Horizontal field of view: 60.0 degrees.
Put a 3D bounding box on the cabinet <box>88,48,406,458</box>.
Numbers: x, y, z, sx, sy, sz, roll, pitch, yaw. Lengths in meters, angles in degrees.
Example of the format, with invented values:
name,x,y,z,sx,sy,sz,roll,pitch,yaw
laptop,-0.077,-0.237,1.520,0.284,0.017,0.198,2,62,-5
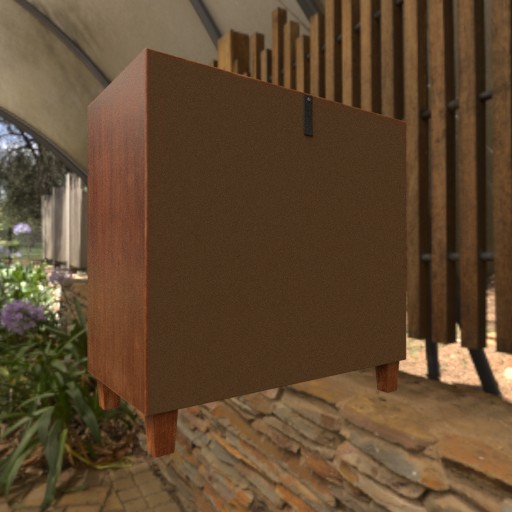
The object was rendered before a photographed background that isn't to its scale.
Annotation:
name,x,y,z,sx,sy,sz,roll,pitch,yaw
cabinet,0.000,0.000,1.227,0.796,0.785,0.412,0,0,-36
